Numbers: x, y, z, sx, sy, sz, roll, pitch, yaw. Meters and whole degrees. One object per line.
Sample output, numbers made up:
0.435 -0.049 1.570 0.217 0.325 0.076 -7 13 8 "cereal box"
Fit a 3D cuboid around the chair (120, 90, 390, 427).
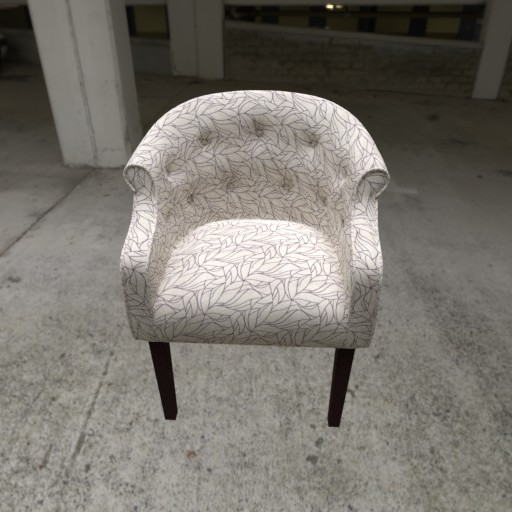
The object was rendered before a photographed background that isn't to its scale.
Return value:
0.000 0.000 1.334 0.686 0.858 0.613 2 31 3 "chair"
